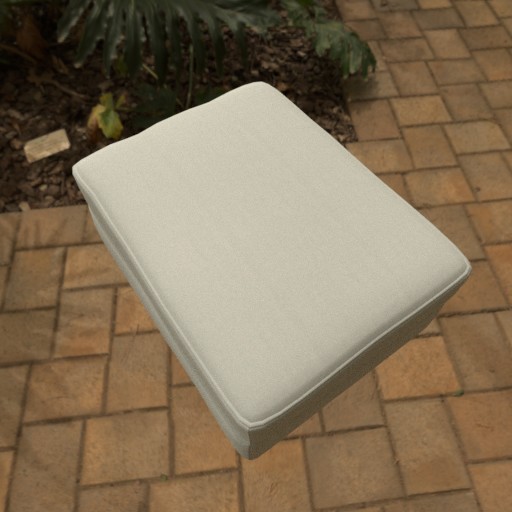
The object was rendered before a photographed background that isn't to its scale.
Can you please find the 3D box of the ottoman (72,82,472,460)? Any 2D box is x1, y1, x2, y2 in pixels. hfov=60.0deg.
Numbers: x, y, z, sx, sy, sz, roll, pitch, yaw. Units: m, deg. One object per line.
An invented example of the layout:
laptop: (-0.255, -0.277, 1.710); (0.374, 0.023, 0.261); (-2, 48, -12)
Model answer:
ottoman: (0.000, 0.000, 1.207); (0.634, 0.496, 0.818); (-31, 63, -18)
